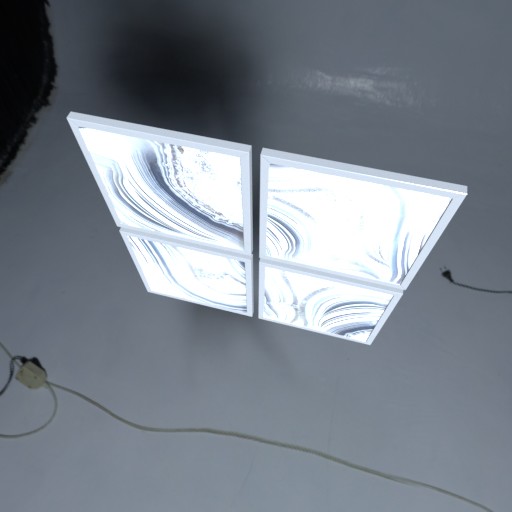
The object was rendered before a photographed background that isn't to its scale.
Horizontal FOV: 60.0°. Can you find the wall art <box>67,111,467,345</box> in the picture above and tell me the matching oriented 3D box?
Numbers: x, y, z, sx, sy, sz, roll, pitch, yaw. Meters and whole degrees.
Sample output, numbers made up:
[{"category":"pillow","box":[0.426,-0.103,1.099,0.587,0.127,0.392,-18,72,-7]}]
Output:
[{"category":"wall art","box":[0.000,0.000,1.688,1.118,1.118,0.029,12,60,7]}]
